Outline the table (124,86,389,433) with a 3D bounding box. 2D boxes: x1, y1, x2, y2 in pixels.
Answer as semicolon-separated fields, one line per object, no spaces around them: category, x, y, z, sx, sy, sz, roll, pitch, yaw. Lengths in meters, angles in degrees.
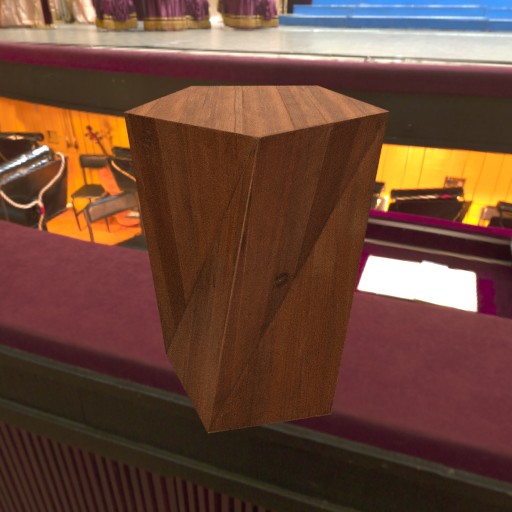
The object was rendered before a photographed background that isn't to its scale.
table;0.000;0.000;0.909;0.441;0.604;0.425;10;31;16
